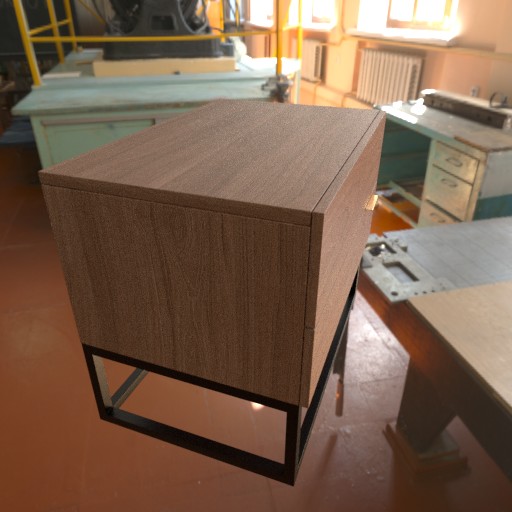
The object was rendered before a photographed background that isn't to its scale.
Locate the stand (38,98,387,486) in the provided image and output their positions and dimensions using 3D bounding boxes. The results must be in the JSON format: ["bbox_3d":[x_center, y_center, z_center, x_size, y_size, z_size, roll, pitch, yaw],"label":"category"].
[{"bbox_3d":[0.000,0.000,0.916,0.420,0.500,0.600,11,31,18],"label":"stand"}]
